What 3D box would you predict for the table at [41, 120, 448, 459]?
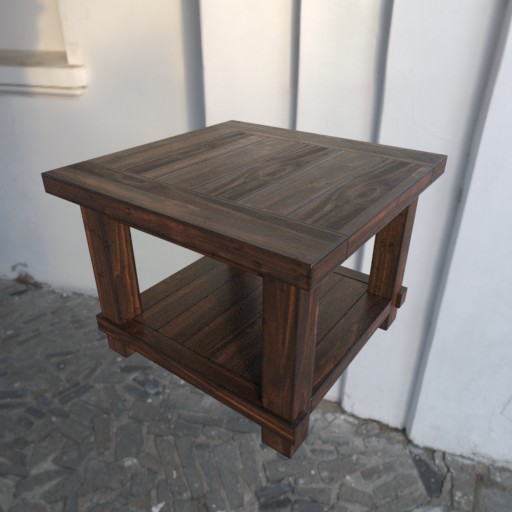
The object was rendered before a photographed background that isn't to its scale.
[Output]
[{"bbox_3d":[0.000,0.000,1.020,0.606,0.437,0.593,20,35,31],"label":"table"}]
